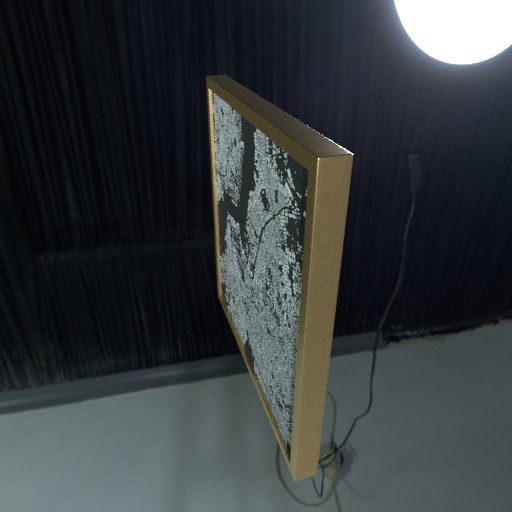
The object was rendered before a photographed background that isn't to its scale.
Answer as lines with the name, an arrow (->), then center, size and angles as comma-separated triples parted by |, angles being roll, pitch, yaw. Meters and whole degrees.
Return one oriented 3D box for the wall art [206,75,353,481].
wall art -> 0.000, 0.000, 0.457 | 0.023, 0.305, 0.305 | -9, 32, -15
